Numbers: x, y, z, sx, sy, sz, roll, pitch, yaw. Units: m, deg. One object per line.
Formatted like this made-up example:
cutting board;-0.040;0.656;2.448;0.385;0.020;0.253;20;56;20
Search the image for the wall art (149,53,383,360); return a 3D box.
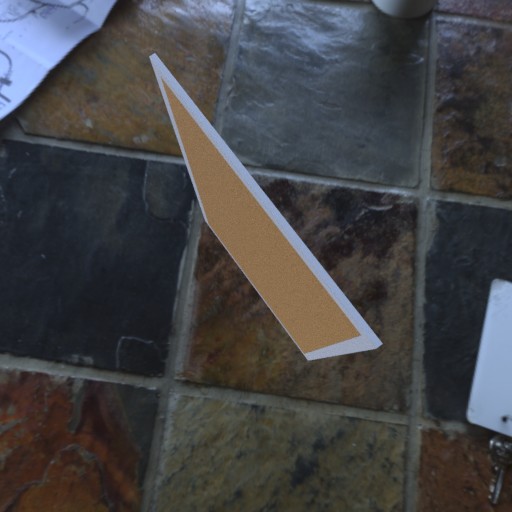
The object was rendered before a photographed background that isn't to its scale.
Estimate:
wall art;0.000;0.000;1.215;0.013;0.940;0.659;-35;78;-8
